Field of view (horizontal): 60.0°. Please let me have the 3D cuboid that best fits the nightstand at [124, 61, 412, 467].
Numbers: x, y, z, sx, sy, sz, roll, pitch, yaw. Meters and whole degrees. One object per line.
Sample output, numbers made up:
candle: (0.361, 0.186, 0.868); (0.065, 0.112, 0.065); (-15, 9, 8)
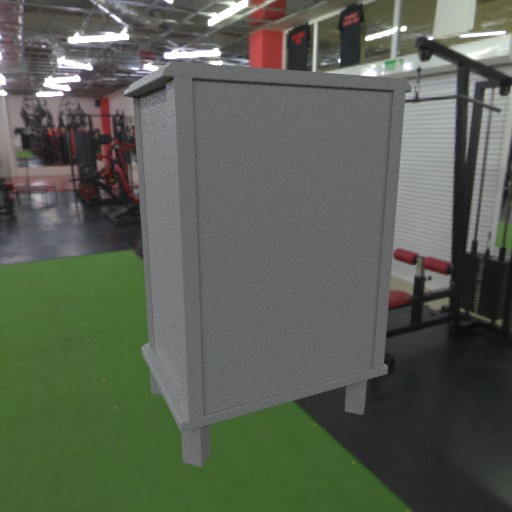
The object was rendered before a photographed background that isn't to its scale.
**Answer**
nightstand: (0.000, 0.000, 0.932); (0.450, 0.680, 0.350); (-7, 16, -25)
